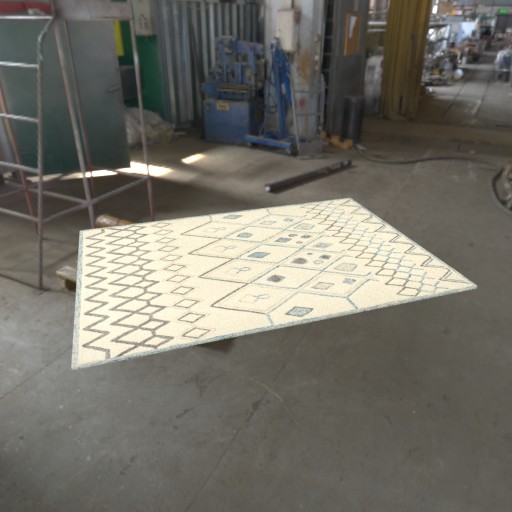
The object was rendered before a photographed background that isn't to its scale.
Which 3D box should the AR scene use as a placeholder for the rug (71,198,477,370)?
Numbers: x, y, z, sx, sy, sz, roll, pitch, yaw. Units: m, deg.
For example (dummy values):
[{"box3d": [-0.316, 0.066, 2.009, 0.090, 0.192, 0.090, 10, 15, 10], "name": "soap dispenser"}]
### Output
[{"box3d": [0.000, 0.000, 2.387, 1.820, 0.009, 1.260, -9, 29, -16], "name": "rug"}]
